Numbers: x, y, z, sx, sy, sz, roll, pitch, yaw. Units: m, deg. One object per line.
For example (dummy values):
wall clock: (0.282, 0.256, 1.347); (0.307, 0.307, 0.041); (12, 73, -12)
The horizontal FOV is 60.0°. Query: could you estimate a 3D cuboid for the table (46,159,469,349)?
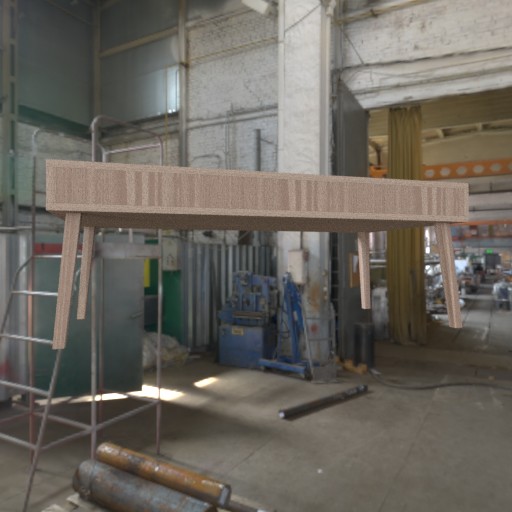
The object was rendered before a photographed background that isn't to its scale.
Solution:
table: (0.000, 0.000, 1.493); (1.200, 0.450, 0.600); (0, 0, -16)
